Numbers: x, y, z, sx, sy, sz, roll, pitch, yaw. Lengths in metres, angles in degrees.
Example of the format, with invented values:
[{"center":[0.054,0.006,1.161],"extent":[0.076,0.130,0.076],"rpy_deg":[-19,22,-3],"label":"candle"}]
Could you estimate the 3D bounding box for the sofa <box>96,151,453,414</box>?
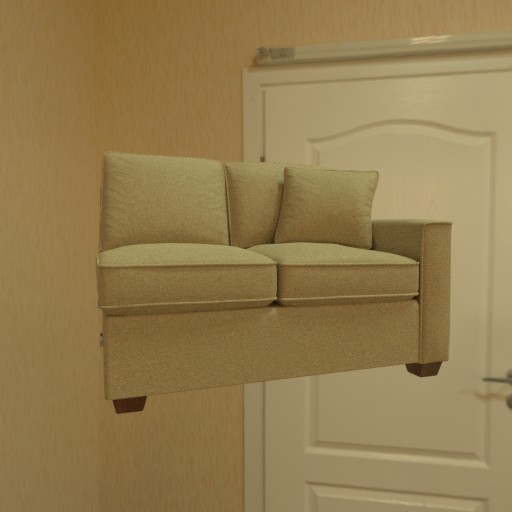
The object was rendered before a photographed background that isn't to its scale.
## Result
[{"center":[0.000,0.000,2.033],"extent":[1.388,0.989,0.991],"rpy_deg":[-1,2,-19],"label":"sofa"}]
